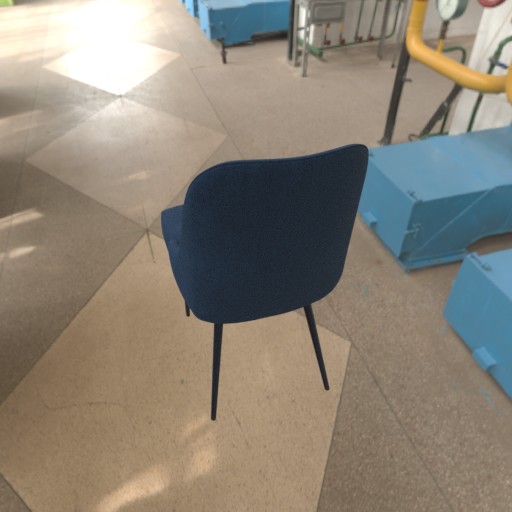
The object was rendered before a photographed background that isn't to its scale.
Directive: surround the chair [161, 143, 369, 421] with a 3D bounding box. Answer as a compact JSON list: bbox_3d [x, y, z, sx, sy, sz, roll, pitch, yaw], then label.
[{"bbox_3d":[0.000,0.000,1.243,0.478,0.896,0.559,-11,42,-12],"label":"chair"}]
